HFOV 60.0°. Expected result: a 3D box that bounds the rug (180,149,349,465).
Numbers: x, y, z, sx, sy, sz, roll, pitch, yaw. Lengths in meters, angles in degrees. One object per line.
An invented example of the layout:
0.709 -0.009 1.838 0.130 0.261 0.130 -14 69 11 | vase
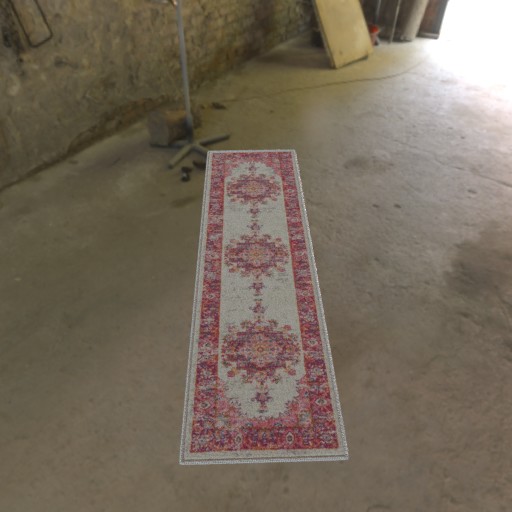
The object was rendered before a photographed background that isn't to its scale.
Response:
0.000 0.000 2.542 0.666 0.011 2.294 -1 44 -1 | rug
